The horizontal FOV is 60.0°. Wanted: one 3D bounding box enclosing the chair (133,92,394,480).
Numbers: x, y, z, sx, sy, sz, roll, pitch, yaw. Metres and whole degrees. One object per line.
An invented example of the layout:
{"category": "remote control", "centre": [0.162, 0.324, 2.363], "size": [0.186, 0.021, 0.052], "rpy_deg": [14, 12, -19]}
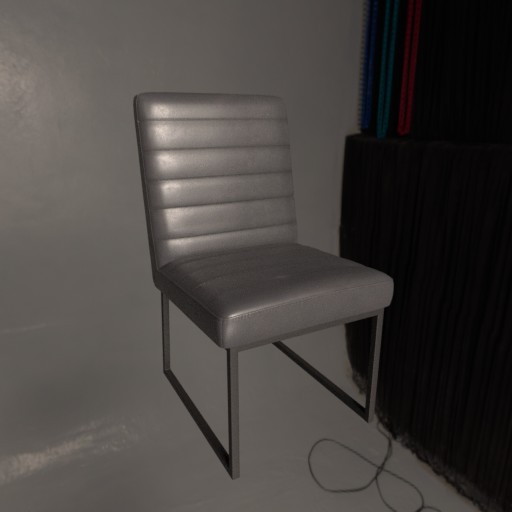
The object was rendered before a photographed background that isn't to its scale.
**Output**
{"category": "chair", "centre": [0.000, 0.000, 1.313], "size": [0.520, 0.930, 0.634], "rpy_deg": [-9, 20, -27]}
